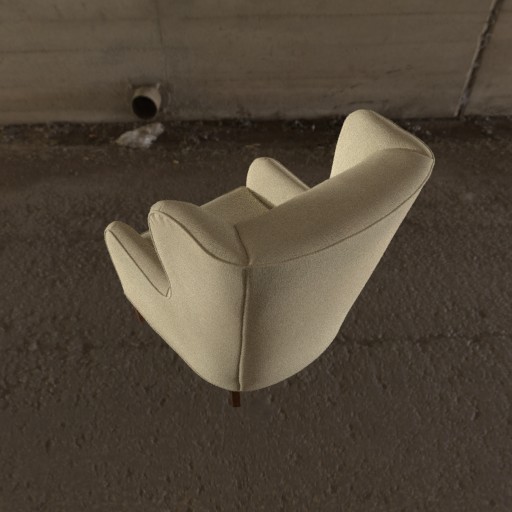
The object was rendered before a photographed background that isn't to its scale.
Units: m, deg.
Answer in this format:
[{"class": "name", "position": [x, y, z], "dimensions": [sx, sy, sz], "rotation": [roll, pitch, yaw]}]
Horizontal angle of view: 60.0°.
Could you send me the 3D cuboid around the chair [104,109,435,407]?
[{"class": "chair", "position": [0.000, 0.000, 1.702], "dimensions": [0.838, 1.040, 0.966], "rotation": [-30, 52, -27]}]
